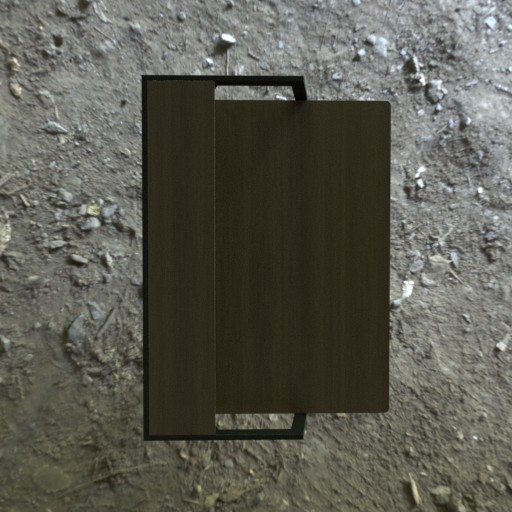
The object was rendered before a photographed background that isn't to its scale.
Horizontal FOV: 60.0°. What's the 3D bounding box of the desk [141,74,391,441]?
[{"bbox_3d":[0.000,0.000,1.887,0.936,0.998,1.143,0,91,-1],"label":"desk"}]
